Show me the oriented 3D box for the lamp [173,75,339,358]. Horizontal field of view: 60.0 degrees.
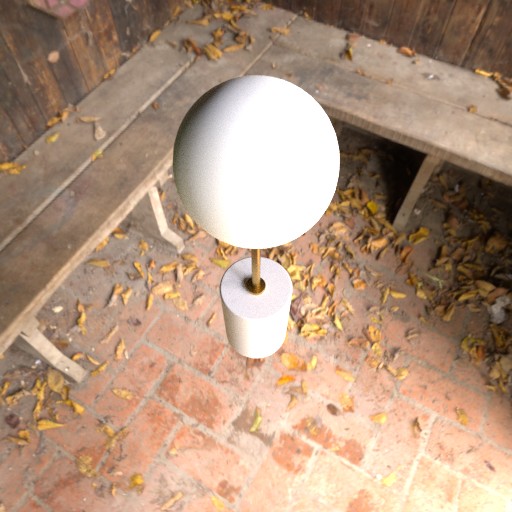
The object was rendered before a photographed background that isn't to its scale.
[{"bbox_3d":[0.000,0.000,0.552,0.153,0.480,0.153,0,58,0],"label":"lamp"}]
